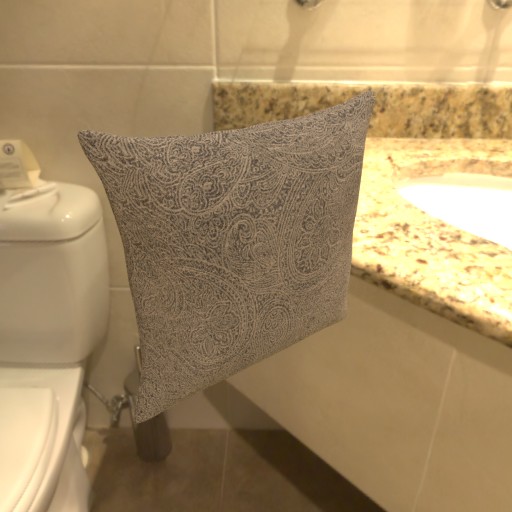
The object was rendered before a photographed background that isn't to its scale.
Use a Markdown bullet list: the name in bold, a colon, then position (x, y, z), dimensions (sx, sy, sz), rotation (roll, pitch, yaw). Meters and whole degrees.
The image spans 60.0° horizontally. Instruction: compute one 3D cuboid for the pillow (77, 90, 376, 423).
- **pillow**: position (0.000, 0.000, 0.781), dimensions (0.523, 0.510, 0.166), rotation (-19, 35, -30)
